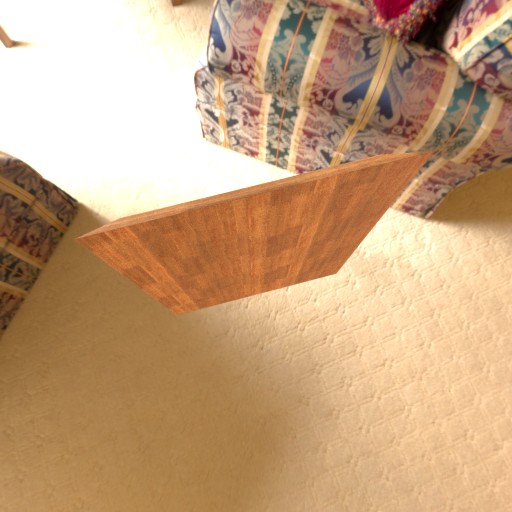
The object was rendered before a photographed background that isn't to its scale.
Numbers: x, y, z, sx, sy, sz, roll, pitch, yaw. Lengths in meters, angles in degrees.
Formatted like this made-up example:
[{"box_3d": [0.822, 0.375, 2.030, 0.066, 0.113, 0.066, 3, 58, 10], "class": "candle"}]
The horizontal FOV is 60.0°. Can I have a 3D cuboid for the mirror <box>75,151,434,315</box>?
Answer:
[{"box_3d": [0.000, 0.000, 1.268, 0.651, 1.010, 0.047, -14, 76, -4], "class": "mirror"}]
